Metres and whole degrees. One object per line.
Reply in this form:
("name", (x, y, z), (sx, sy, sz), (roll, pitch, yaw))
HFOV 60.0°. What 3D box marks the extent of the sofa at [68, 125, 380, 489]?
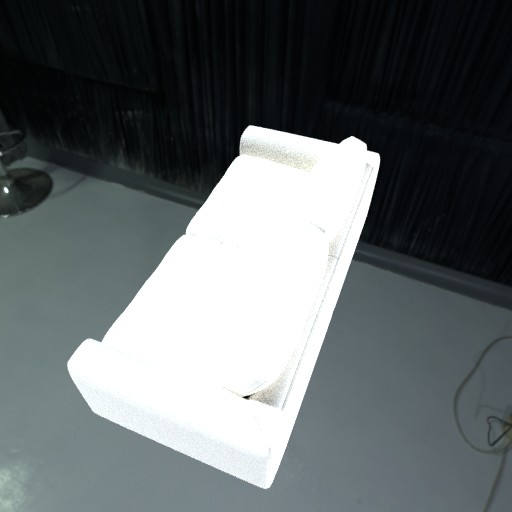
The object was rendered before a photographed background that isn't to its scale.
("sofa", (0.000, 0.000, 2.739), (1.070, 0.801, 2.262), (17, 50, 15))
